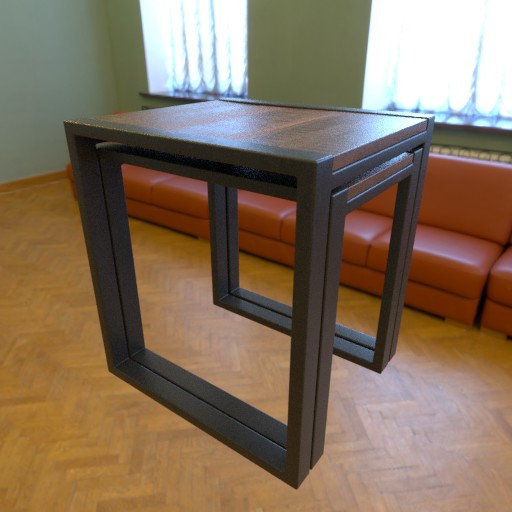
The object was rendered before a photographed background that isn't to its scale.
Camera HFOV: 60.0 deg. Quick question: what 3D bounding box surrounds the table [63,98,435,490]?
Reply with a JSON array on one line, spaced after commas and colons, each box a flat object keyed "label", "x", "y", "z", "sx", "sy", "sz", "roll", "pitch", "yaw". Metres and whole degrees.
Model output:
[{"label": "table", "x": 0.000, "y": 0.000, "z": 0.912, "sx": 0.500, "sy": 0.550, "sz": 0.449, "roll": 18, "pitch": 31, "yaw": 32}]
